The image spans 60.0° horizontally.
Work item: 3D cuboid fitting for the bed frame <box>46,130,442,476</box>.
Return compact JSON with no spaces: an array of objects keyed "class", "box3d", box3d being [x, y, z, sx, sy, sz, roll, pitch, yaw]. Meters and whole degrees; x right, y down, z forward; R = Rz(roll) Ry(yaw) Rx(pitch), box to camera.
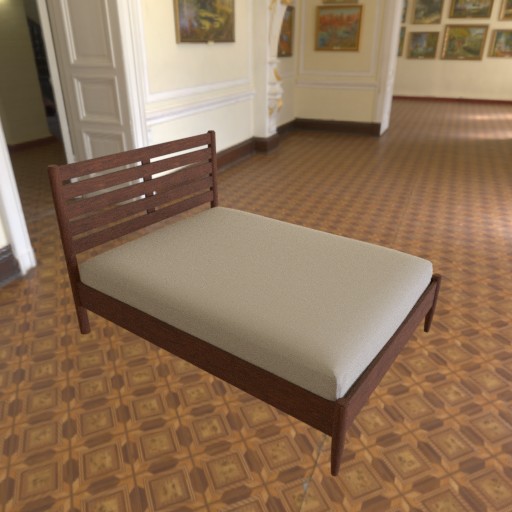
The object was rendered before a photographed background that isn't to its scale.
[{"class":"bed frame","box3d":[0.000,0.000,3.201,2.234,1.321,1.655,17,31,32]}]
